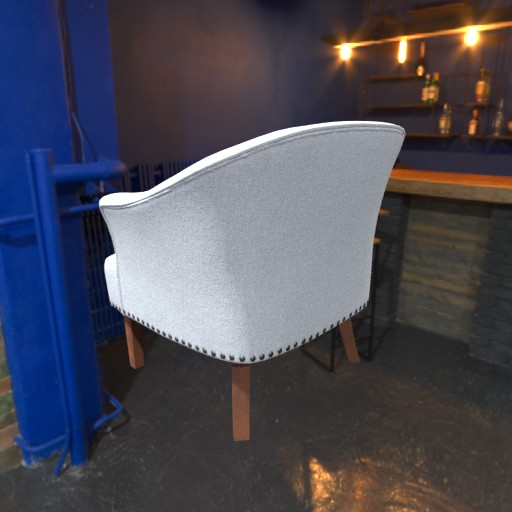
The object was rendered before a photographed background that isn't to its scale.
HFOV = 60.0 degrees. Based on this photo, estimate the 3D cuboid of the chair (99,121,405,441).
[{"bbox_3d":[0.000,0.000,1.405,0.704,0.815,0.798,16,23,42],"label":"chair"}]
